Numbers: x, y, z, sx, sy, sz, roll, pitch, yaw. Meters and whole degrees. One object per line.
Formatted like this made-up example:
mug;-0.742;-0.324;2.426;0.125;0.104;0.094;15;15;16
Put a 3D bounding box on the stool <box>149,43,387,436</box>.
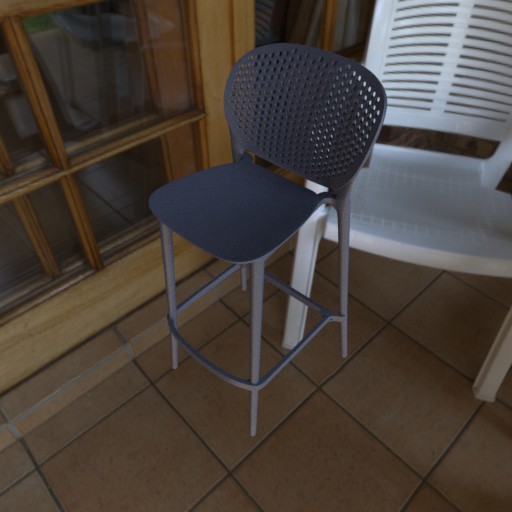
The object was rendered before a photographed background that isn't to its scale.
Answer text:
stool;0.000;0.000;1.325;0.536;1.045;0.535;31;52;28
